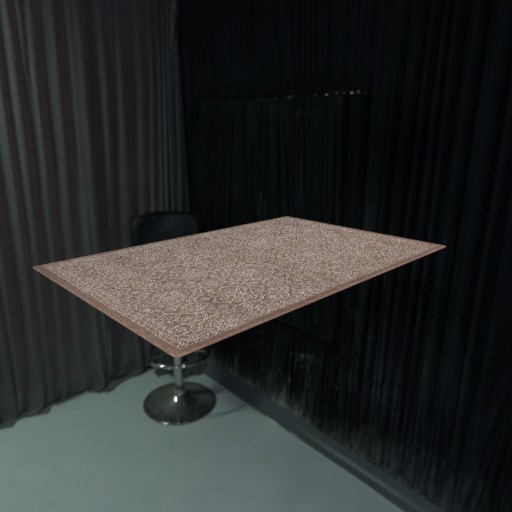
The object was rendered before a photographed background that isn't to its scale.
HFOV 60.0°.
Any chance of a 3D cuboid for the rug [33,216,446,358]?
[{"bbox_3d":[0.000,0.000,2.908,2.286,0.011,1.524,-15,22,-42],"label":"rug"}]
